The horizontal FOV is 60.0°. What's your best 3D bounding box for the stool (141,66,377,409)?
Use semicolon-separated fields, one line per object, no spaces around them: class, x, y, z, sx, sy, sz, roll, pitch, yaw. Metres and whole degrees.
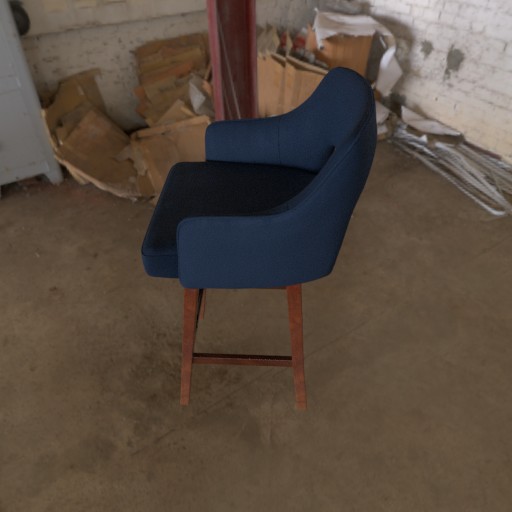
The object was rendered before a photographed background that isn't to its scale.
stool;0.000;0.000;1.369;0.560;1.041;0.550;2;41;2
